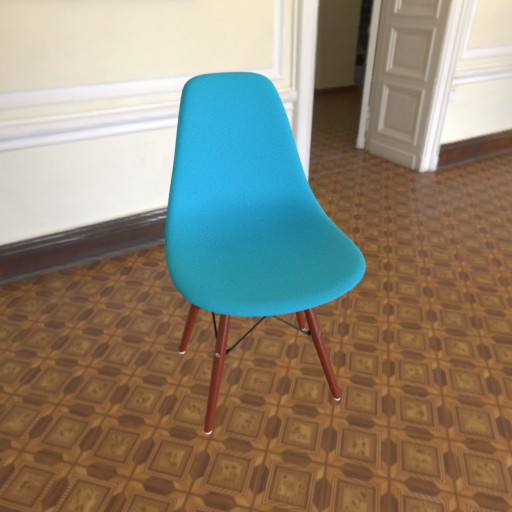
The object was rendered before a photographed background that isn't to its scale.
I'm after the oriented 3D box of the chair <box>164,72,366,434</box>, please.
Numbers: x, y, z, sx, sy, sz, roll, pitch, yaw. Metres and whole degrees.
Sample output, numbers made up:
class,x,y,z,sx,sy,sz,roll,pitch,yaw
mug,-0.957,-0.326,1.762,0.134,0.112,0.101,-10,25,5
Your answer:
class,x,y,z,sx,sy,sz,roll,pitch,yaw
chair,0.000,0.000,1.163,0.470,0.826,0.533,-9,32,-15
